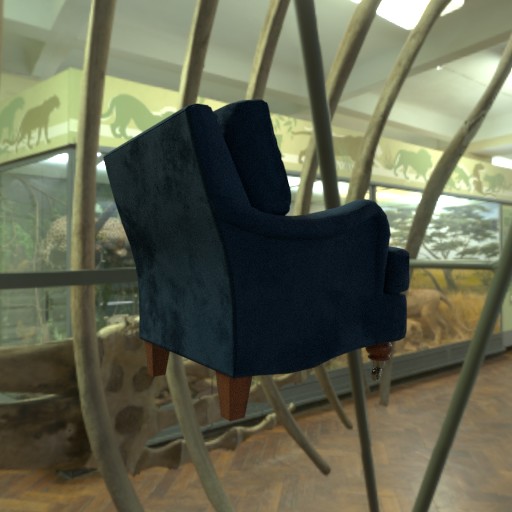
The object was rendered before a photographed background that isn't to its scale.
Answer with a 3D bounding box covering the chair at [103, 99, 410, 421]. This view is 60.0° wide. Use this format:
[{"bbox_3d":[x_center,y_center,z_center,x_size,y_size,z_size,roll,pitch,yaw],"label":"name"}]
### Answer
[{"bbox_3d":[0.000,0.000,1.934,1.078,1.076,0.895,0,0,-35],"label":"chair"}]
